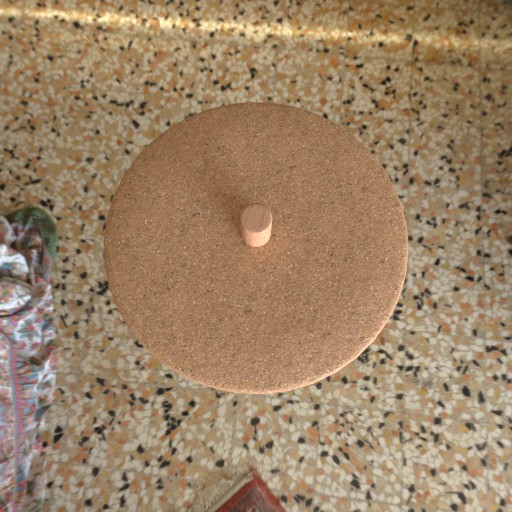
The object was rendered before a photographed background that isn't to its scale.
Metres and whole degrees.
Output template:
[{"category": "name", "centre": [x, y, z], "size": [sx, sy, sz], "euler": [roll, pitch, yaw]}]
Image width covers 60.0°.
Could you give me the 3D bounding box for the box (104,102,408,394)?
[{"category": "box", "centre": [0.000, 0.000, 0.184], "size": [0.107, 0.094, 0.107], "euler": [0, 75, 0]}]
